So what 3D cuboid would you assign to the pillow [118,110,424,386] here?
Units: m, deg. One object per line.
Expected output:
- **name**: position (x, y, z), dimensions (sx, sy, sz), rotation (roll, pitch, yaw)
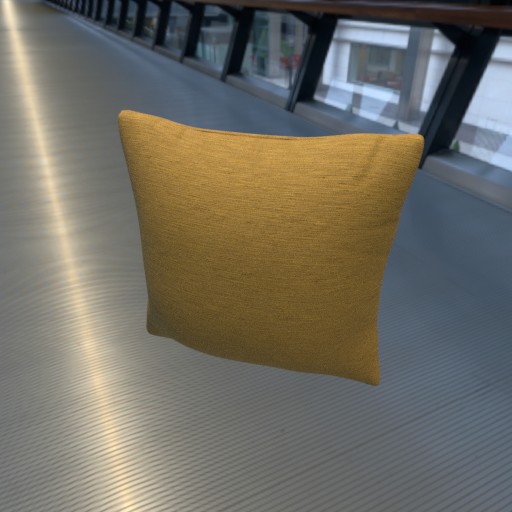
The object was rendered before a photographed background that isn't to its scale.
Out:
- **pillow**: position (0.000, 0.000, 0.697), dimensions (0.435, 0.417, 0.247), rotation (10, 32, 16)
